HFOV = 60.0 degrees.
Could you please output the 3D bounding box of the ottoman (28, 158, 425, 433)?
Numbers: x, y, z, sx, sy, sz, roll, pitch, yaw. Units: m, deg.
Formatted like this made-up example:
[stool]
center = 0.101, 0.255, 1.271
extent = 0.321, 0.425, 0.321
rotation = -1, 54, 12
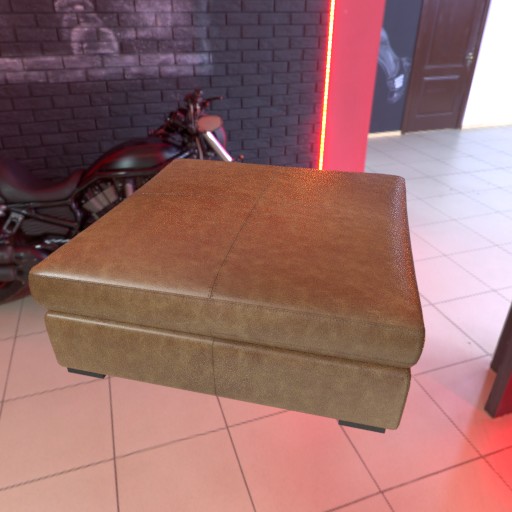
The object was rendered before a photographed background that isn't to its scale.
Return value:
[ottoman]
center = 0.000, 0.000, 1.796
extent = 1.168, 0.483, 1.169
rotation = 7, 31, 12
